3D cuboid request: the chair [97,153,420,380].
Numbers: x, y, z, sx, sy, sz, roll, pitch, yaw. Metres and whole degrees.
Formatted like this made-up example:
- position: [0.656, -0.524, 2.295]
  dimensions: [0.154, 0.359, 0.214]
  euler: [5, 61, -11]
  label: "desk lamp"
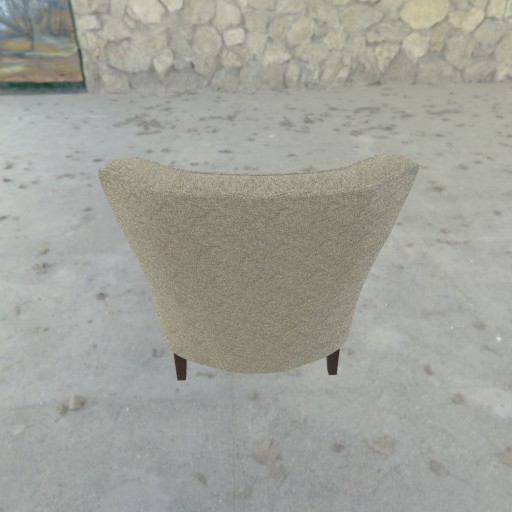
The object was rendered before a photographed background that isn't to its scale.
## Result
- position: [0.000, 0.000, 1.638]
  dimensions: [0.820, 0.920, 0.910]
  euler: [-1, 31, -2]
  label: "chair"
